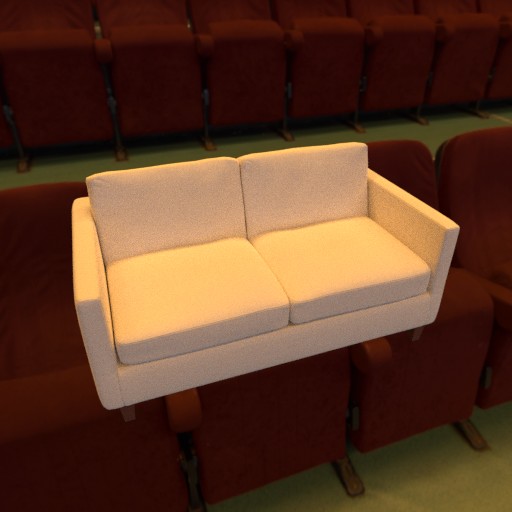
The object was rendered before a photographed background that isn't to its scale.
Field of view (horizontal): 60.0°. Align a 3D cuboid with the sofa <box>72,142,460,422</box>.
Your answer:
[{"bbox_3d":[0.000,0.000,2.277,1.702,0.888,0.964,-11,33,-17],"label":"sofa"}]
